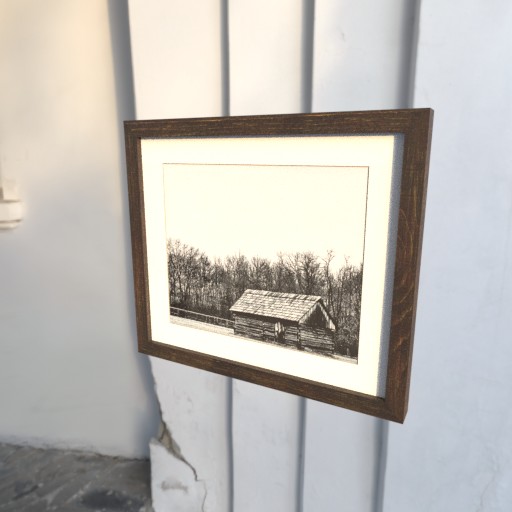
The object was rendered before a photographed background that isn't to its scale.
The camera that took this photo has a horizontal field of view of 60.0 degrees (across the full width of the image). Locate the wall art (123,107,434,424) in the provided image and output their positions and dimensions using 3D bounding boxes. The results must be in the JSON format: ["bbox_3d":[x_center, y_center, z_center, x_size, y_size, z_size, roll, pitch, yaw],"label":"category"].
[{"bbox_3d":[0.000,0.000,0.548,0.381,0.330,0.031,7,15,27],"label":"wall art"}]
